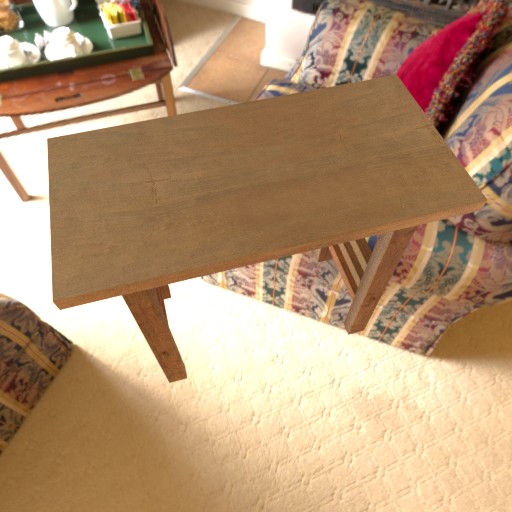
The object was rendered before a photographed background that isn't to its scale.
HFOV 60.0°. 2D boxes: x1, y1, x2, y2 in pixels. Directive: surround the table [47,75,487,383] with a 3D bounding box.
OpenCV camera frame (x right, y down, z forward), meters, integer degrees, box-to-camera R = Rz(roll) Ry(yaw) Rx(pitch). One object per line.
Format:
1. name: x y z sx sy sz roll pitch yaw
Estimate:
1. table: 0.000 0.000 1.620 1.119 0.914 0.556 -13 58 -8
